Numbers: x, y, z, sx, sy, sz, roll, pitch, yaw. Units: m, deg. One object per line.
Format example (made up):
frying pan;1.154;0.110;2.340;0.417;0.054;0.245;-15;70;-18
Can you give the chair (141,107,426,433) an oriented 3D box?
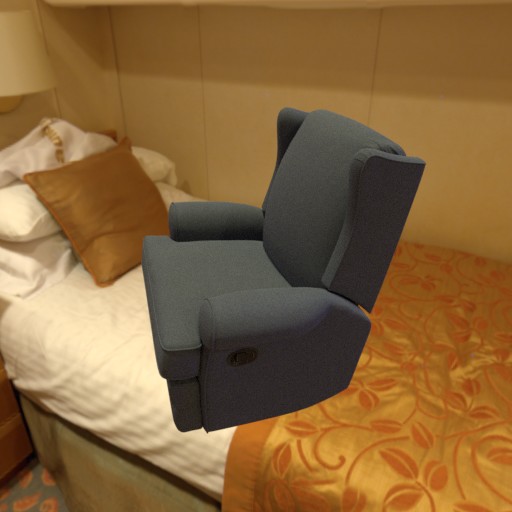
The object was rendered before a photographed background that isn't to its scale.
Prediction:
chair;0.000;0.000;1.759;0.877;1.020;0.971;-8;30;-15
